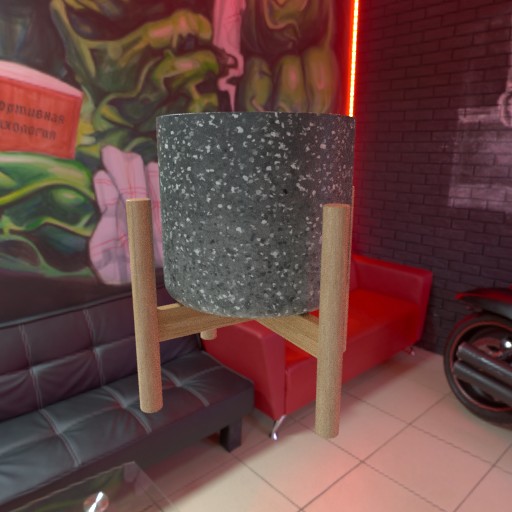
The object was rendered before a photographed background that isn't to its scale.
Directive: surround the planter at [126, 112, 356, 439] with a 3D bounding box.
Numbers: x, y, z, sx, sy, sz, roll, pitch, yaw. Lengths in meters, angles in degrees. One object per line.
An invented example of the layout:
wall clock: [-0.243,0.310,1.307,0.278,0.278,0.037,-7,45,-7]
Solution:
planter: [0.000,0.000,0.541,0.284,0.320,0.284,-2,14,-9]
